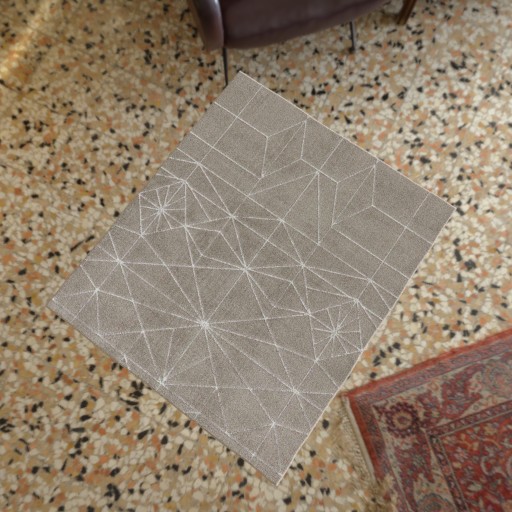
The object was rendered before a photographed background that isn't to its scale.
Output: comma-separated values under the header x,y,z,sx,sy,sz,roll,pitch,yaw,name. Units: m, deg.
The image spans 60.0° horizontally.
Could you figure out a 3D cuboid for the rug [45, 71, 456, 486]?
x,y,z,sx,sy,sz,roll,pitch,yaw,name
0.000,0.000,0.878,0.548,0.006,0.639,35,79,8,rug
